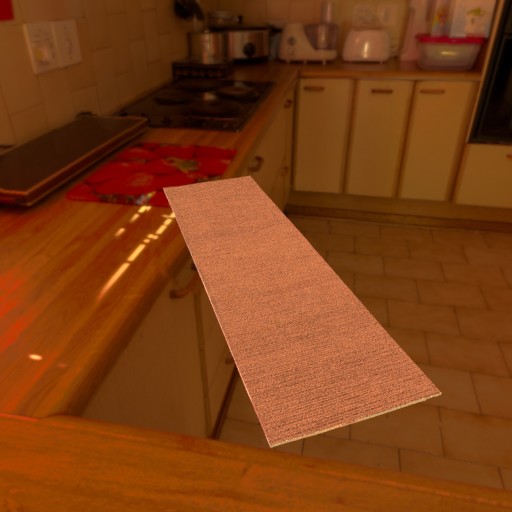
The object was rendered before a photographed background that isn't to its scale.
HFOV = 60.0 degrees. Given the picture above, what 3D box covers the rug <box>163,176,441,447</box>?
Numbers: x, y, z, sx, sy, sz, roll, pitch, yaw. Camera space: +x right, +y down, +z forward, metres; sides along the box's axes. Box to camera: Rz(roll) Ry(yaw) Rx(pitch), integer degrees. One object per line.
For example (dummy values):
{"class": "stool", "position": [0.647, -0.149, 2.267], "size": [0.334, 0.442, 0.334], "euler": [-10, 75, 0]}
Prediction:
{"class": "rug", "position": [0.000, 0.000, 2.503], "size": [0.692, 0.032, 2.320], "euler": [-10, 33, -16]}
